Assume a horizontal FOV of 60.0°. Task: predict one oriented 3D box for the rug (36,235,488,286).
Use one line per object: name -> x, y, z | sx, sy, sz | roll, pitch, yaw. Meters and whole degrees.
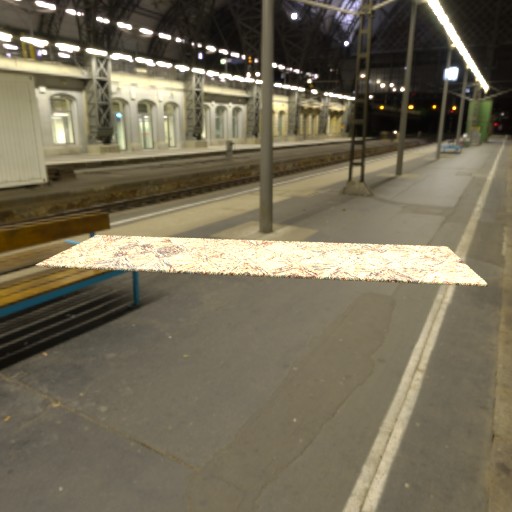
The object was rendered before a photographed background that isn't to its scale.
rug -> 0.000, 0.000, 2.547 | 2.292, 0.015, 0.688 | 2, 16, 7
